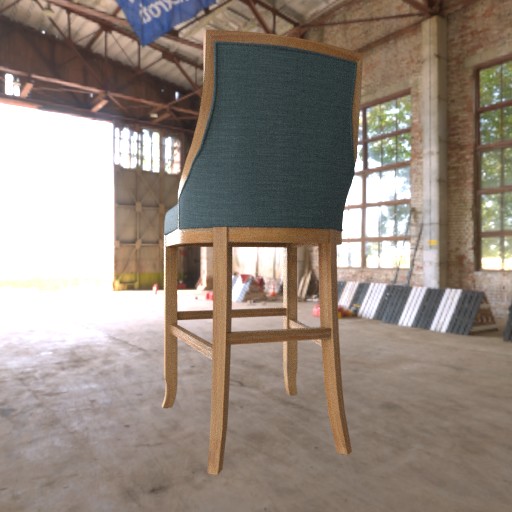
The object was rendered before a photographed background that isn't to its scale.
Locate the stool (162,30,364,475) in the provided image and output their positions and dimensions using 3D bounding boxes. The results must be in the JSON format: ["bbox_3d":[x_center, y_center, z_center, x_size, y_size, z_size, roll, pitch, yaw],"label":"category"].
[{"bbox_3d":[0.000,0.000,1.405,0.524,1.101,0.626,0,0,-18],"label":"stool"}]
